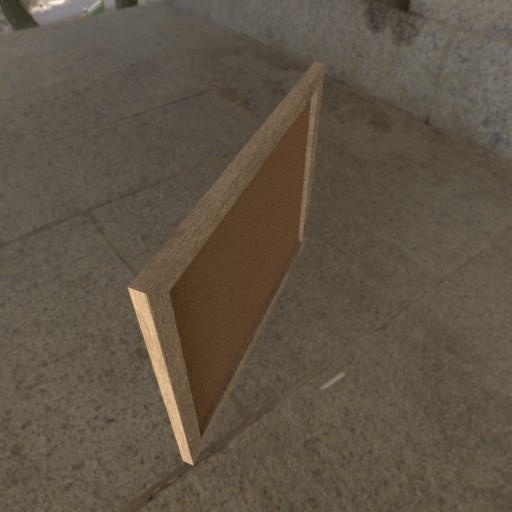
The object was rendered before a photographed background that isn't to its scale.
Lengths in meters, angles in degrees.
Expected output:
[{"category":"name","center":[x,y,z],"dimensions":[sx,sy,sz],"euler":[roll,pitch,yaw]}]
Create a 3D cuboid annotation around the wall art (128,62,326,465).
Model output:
[{"category":"wall art","center":[0.000,0.000,0.916],"dimensions":[0.026,0.535,0.690],"euler":[17,48,16]}]
